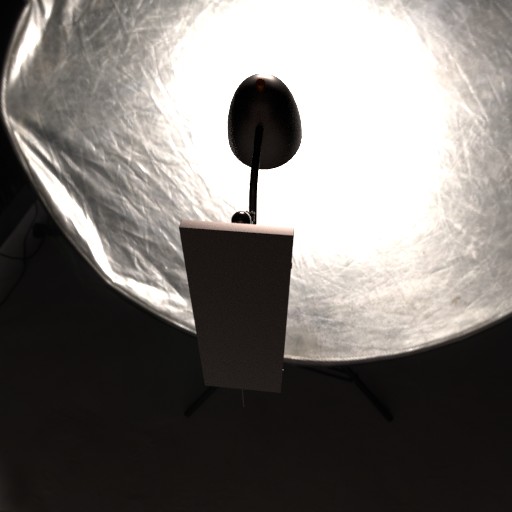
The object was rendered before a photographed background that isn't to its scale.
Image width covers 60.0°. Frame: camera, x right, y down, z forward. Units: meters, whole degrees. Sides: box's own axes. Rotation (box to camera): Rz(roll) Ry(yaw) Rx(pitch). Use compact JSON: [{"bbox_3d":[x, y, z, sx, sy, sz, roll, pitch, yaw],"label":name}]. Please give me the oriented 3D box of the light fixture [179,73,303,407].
[{"bbox_3d":[0.000,0.000,0.965,0.162,0.715,0.499,4,45,4],"label":"light fixture"}]
